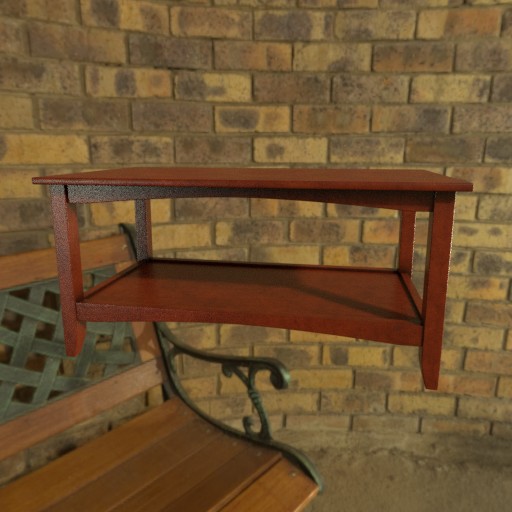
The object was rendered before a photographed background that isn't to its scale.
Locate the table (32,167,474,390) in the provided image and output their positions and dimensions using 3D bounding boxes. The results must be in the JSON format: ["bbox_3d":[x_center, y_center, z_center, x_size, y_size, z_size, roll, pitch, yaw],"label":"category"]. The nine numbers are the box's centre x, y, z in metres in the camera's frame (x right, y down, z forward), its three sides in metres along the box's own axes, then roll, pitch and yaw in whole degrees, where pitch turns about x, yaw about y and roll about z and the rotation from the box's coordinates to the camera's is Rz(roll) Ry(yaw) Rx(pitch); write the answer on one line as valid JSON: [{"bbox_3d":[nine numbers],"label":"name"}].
[{"bbox_3d":[0.000,0.000,1.233,0.943,0.456,0.533,3,14,10],"label":"table"}]
